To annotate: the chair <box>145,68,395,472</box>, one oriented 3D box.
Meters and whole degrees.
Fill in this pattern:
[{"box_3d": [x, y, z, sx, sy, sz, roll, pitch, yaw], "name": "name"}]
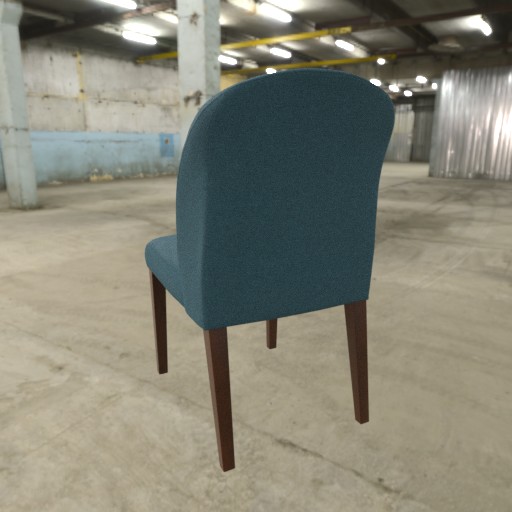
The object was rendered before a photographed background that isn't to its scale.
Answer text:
[{"box_3d": [0.000, 0.000, 1.229, 0.507, 0.879, 0.620, -7, 15, -26], "name": "chair"}]
